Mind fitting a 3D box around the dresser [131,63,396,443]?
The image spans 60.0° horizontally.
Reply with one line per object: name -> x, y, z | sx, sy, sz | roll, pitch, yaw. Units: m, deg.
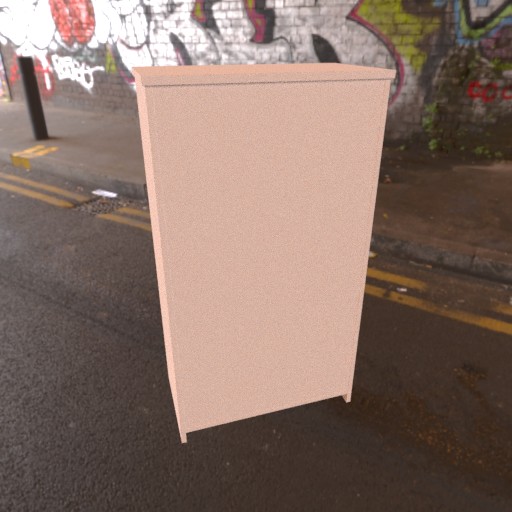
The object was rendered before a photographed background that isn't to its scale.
dresser -> 0.000, 0.000, 1.605 | 0.704, 1.255, 0.399 | -8, 28, -16
